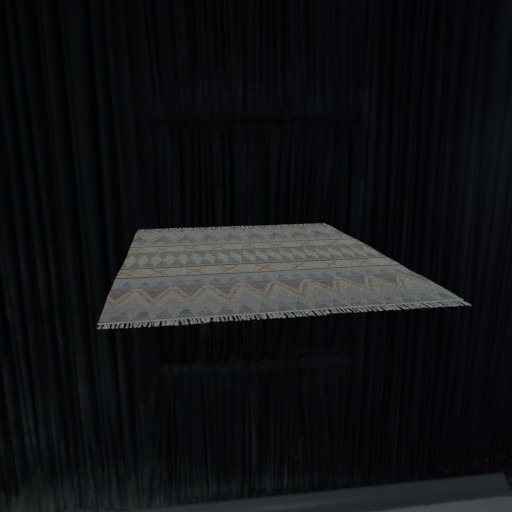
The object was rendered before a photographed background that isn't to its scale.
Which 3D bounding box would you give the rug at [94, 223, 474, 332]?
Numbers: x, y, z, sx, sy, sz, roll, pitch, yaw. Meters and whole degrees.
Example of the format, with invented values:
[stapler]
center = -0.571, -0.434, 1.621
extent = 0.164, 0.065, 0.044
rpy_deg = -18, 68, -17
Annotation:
[rug]
center = 0.000, 0.000, 4.088
extent = 2.371, 0.012, 3.000
rpy_deg = -3, 15, -10
